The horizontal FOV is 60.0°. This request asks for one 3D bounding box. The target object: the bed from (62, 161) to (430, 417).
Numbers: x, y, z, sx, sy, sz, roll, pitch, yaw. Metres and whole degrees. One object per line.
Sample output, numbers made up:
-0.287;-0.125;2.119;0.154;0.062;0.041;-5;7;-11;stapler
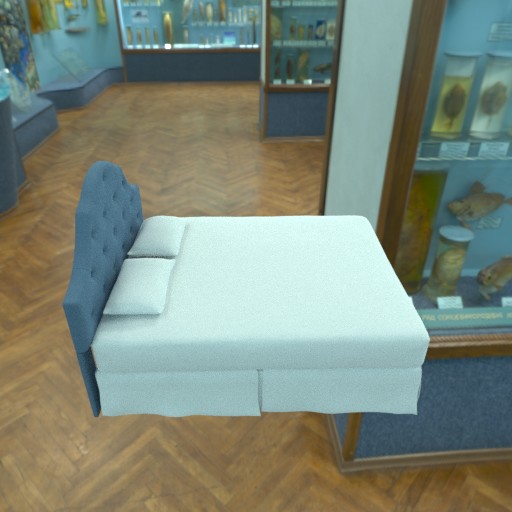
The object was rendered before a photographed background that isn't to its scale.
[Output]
0.000;0.000;3.761;2.477;1.617;2.039;-1;31;-1;bed
